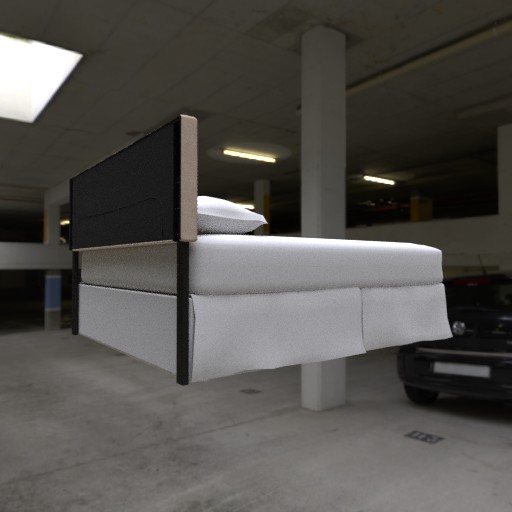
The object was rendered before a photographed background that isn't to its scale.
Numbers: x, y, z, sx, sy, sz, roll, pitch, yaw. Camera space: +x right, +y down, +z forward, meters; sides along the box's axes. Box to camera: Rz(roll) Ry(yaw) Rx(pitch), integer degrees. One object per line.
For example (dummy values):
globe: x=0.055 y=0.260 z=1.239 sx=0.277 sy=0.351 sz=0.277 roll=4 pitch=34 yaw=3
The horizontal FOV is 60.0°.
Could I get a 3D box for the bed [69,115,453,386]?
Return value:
bed: x=0.000 y=0.000 z=2.829 sx=1.876 sy=1.016 sz=1.616 roll=1 pitch=-1 yaw=-37
